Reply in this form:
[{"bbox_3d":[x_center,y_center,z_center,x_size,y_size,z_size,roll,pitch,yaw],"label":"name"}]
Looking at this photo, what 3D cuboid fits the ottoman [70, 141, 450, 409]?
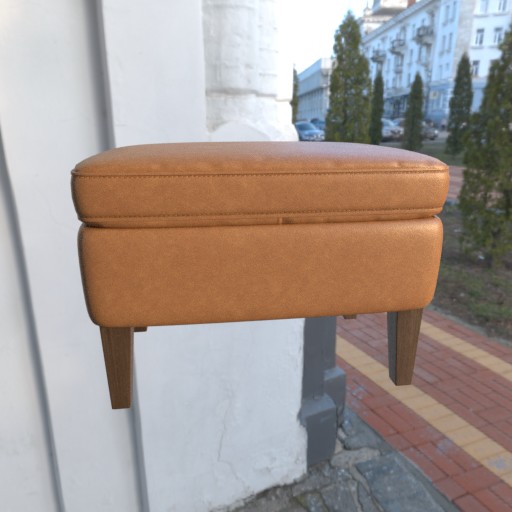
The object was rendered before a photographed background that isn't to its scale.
[{"bbox_3d":[0.000,0.000,0.969,0.670,0.480,0.420,-2,17,-8],"label":"ottoman"}]
